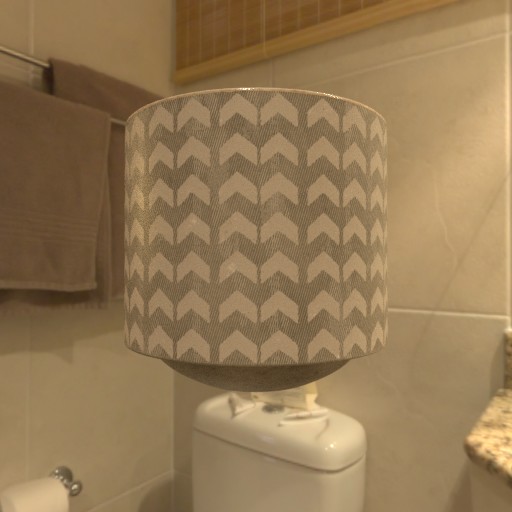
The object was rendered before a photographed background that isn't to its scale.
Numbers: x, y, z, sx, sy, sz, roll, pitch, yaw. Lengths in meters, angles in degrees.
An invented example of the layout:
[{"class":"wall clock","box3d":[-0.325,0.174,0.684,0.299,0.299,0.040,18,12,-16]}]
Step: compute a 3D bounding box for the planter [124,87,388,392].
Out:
[{"class":"planter","box3d":[0.000,0.000,0.440,0.250,0.239,0.250,0,-1,0]}]
